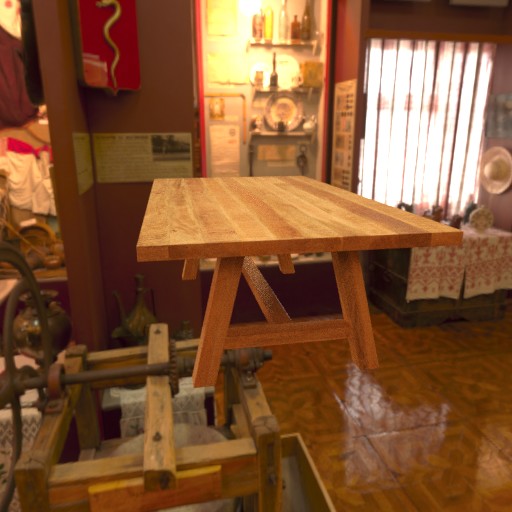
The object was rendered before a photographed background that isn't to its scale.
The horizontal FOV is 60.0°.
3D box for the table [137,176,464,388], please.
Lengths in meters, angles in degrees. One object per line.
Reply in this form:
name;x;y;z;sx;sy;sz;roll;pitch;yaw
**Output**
table;0.000;0.000;1.677;0.760;0.455;1.320;-3;16;-10
